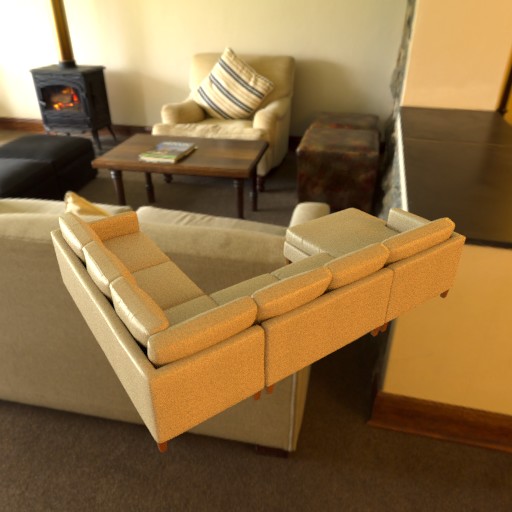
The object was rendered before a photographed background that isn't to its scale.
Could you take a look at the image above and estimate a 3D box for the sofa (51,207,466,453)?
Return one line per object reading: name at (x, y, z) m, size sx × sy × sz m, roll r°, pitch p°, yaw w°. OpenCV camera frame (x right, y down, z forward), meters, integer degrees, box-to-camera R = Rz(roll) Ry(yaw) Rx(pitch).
sofa at (0.000, 0.000, 4.661) m, size 3.460 × 0.961 × 2.594 m, roll -19°, pitch 36°, yaw -29°
